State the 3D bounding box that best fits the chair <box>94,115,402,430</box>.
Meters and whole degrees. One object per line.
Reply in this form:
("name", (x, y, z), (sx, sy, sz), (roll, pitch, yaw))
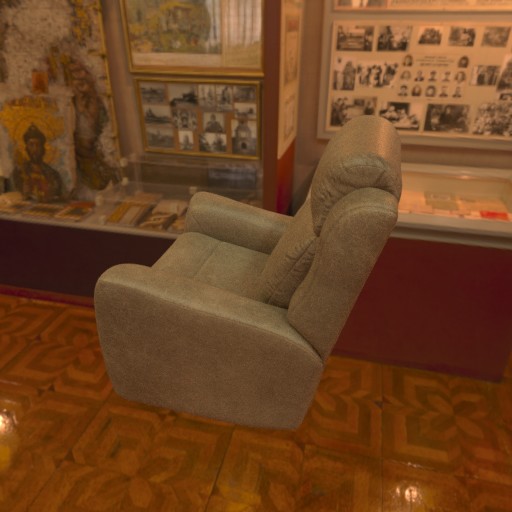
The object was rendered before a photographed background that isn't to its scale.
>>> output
("chair", (0.000, 0.000, 1.905), (1.068, 1.116, 0.965), (8, 30, 14))
